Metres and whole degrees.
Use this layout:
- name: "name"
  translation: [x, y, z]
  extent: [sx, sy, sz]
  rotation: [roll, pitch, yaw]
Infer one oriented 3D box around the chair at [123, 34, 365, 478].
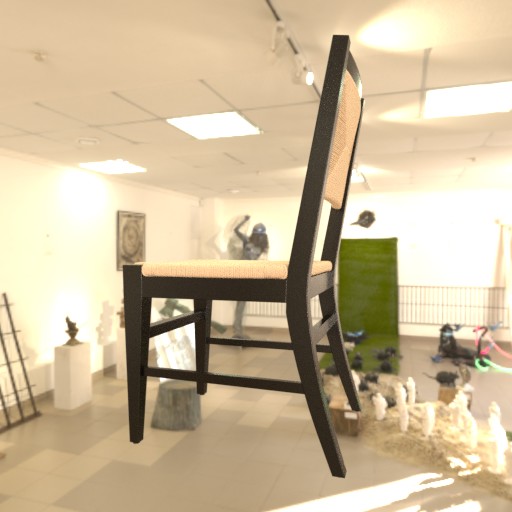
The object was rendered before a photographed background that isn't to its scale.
- name: "chair"
  translation: [0.000, 0.000, 1.204]
  extent: [0.552, 0.927, 0.437]
  rotation: [0, 1, 18]
